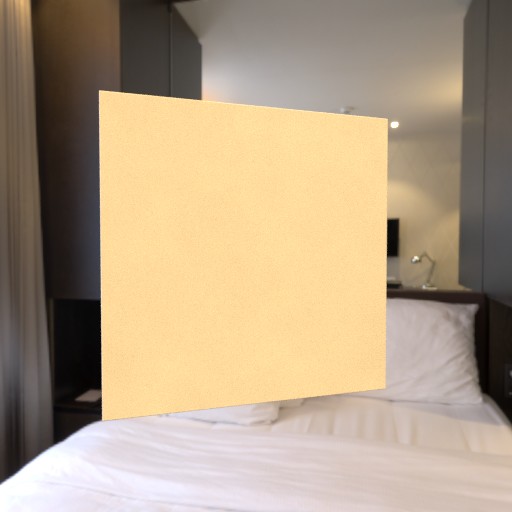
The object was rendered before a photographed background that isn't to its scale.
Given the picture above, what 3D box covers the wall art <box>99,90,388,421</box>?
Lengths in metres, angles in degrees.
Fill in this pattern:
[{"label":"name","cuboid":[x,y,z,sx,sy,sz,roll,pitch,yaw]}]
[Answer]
[{"label":"wall art","cuboid":[0.000,0.000,1.154,0.762,0.762,0.040,-1,2,-18]}]
